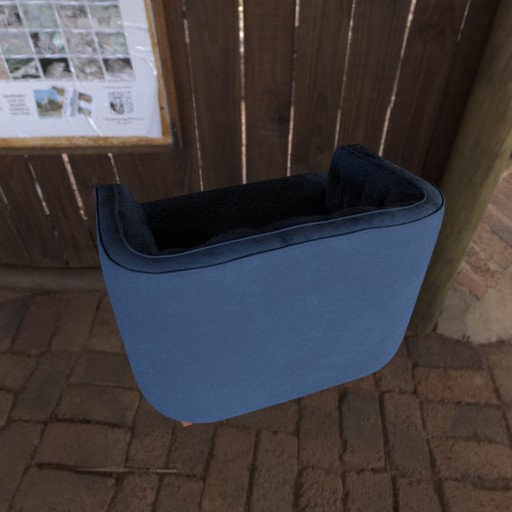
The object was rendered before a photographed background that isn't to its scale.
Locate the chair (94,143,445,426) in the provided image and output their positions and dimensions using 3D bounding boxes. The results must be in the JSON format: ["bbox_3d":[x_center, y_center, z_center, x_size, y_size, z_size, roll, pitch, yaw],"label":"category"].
[{"bbox_3d":[0.000,0.000,1.727,1.094,0.852,0.940,-12,42,-14],"label":"chair"}]
